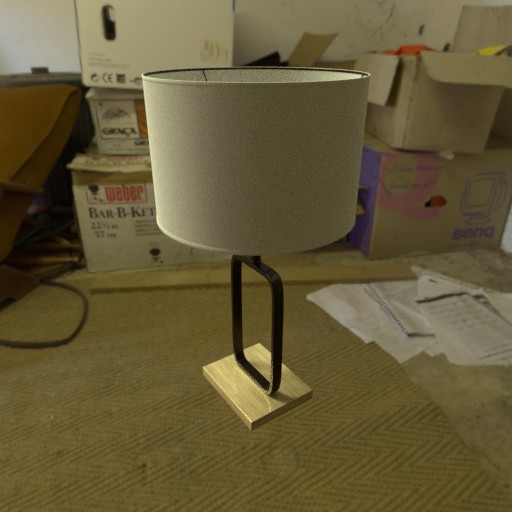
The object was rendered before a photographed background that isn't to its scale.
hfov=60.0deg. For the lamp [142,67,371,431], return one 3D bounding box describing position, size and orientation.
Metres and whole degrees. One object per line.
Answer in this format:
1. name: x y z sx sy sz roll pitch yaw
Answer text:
1. lamp: 0.000 0.000 0.664 0.279 0.508 0.279 -17 31 -31
